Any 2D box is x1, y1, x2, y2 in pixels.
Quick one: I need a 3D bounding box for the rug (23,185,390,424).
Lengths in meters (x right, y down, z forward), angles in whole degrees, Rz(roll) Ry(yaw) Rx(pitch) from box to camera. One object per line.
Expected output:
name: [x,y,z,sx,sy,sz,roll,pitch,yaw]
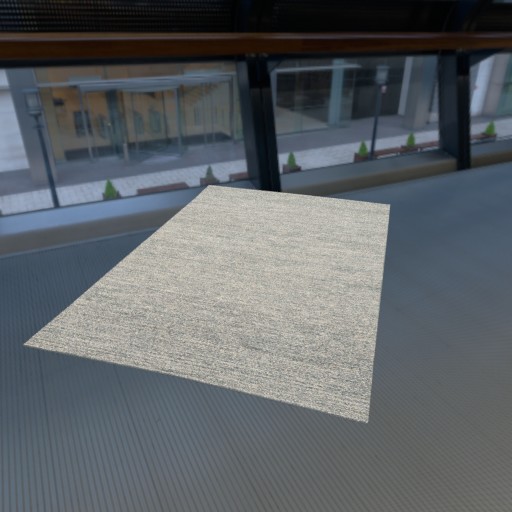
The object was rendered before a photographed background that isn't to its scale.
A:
rug: [0.000,0.000,2.887,1.616,0.030,2.338,8,30,15]
